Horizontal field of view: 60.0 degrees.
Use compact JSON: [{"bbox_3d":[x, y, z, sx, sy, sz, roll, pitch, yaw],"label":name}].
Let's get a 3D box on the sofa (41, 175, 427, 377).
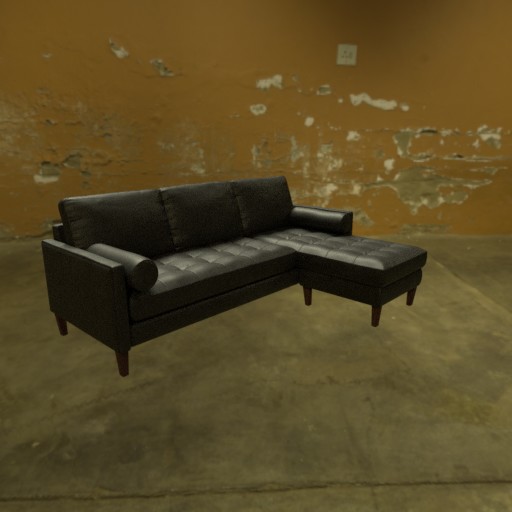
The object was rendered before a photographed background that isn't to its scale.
[{"bbox_3d":[0.000,0.000,2.946,1.497,0.876,2.178,14,21,41],"label":"sofa"}]
